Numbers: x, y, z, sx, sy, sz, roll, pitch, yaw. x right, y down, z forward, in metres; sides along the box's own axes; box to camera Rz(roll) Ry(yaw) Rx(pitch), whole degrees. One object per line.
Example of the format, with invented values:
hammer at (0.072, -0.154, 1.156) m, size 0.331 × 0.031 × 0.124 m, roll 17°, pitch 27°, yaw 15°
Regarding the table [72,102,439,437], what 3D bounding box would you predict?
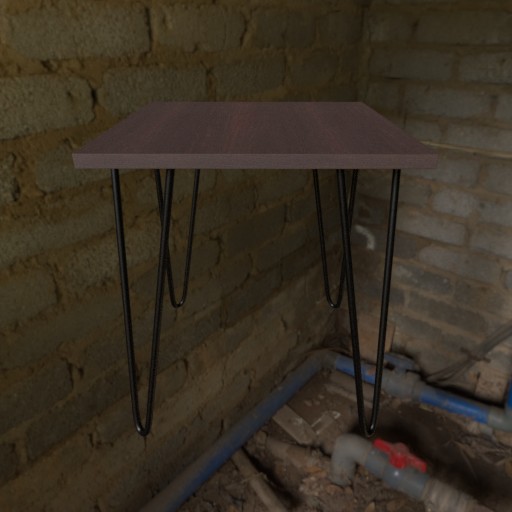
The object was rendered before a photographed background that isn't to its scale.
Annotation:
table at (0.000, 0.000, 0.944) m, size 0.495 × 0.559 × 0.495 m, roll 0°, pitch 27°, yaw 0°
